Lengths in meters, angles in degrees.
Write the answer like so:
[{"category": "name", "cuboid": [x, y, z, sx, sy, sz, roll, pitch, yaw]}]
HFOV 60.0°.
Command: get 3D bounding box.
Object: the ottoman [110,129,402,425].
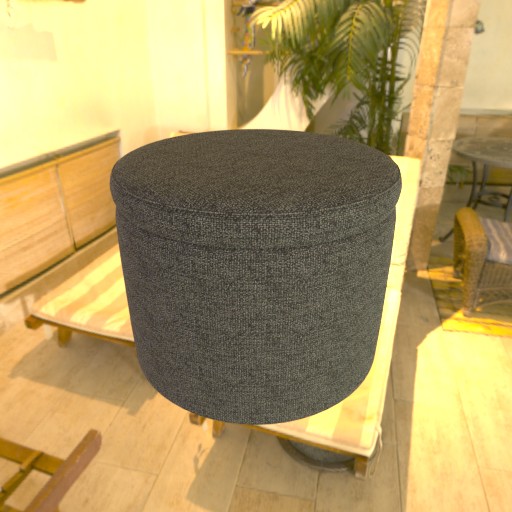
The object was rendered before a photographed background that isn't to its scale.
[{"category": "ottoman", "cuboid": [0.000, 0.000, 0.897, 0.520, 0.430, 0.520, 0, 28, 0]}]
